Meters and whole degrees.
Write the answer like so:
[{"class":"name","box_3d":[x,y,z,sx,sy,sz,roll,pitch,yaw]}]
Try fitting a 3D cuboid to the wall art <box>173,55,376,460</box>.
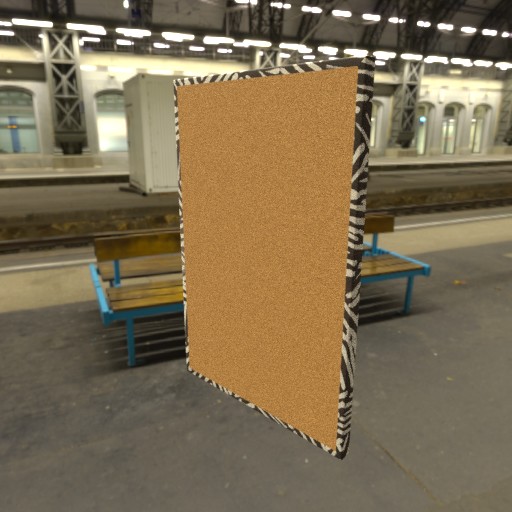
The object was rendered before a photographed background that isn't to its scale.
[{"class":"wall art","box_3d":[0.000,0.000,1.179,0.615,0.918,0.035,15,21,42]}]
